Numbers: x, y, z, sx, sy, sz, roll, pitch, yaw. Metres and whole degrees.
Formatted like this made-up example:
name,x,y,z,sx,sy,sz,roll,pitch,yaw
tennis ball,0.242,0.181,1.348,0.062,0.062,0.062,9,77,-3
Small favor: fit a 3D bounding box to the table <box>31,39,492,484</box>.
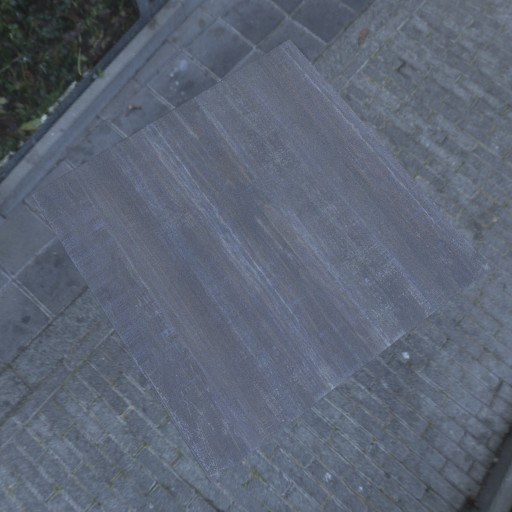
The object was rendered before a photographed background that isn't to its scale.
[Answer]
name,x,y,z,sx,sy,sz,roll,pitch,yaw
table,0.000,0.000,1.126,0.696,0.400,0.696,-35,77,-9
